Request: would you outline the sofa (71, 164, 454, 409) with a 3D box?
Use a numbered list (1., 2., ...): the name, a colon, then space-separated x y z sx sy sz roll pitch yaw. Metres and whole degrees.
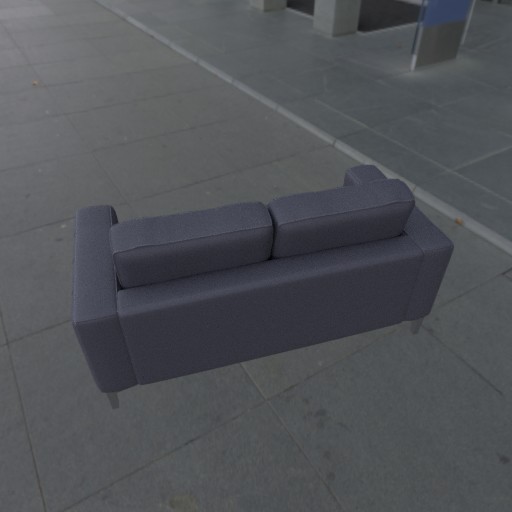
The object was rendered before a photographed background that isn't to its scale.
1. sofa: 0.000 0.000 2.275 1.726 0.893 0.833 -11 41 -12
